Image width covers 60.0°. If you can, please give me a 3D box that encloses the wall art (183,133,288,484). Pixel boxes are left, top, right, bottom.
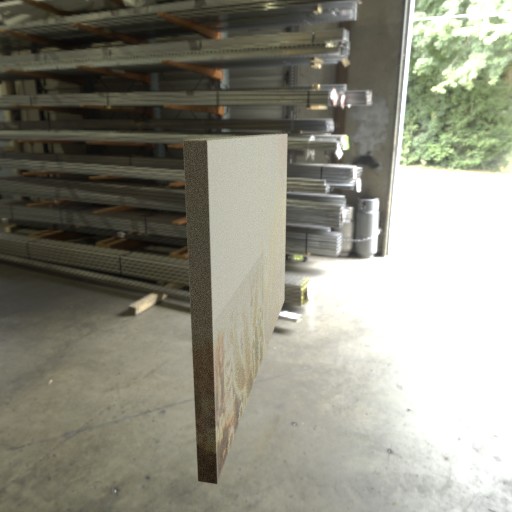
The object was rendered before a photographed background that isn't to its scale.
[{"bbox_3d":[0.000,0.000,1.160,0.040,0.608,0.916,3,16,11],"label":"wall art"}]
